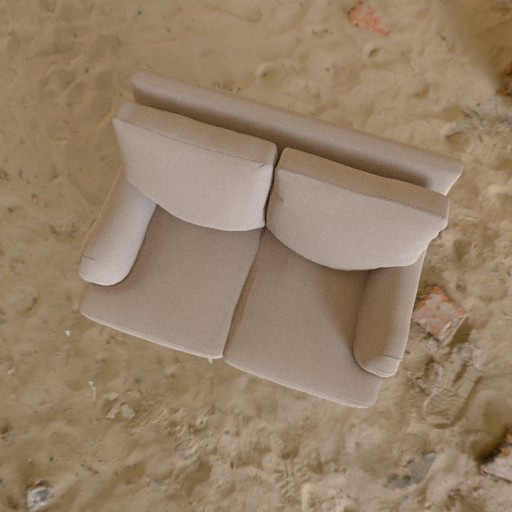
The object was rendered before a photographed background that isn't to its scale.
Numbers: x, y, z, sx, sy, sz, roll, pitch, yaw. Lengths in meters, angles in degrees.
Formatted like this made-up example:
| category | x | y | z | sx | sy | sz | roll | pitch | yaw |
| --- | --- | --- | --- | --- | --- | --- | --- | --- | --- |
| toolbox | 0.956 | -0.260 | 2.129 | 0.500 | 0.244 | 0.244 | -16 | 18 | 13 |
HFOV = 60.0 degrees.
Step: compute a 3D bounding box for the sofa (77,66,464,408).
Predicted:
| category | x | y | z | sx | sy | sz | roll | pitch | yaw |
| --- | --- | --- | --- | --- | --- | --- | --- | --- | --- |
| sofa | 0.000 | 0.000 | 2.166 | 1.508 | 1.048 | 1.087 | 17 | 78 | 4 |
